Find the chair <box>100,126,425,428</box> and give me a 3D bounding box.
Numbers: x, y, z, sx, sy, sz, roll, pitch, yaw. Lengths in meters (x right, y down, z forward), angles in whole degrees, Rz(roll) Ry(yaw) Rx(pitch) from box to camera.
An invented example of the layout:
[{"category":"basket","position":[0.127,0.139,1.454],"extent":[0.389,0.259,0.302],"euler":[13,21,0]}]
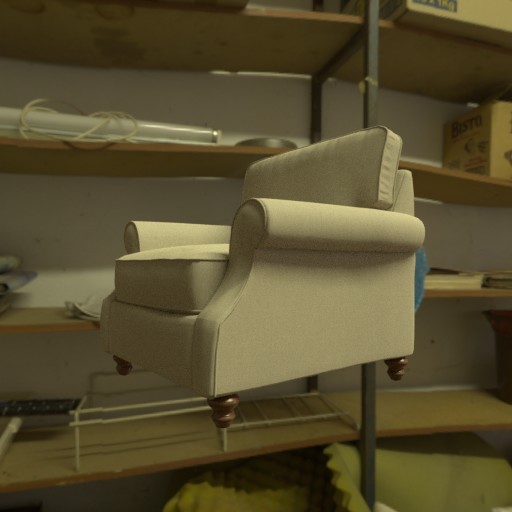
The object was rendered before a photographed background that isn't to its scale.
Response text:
[{"category":"chair","position":[0.000,0.000,1.767],"extent":[0.966,0.967,1.029],"euler":[1,-1,-38]}]
